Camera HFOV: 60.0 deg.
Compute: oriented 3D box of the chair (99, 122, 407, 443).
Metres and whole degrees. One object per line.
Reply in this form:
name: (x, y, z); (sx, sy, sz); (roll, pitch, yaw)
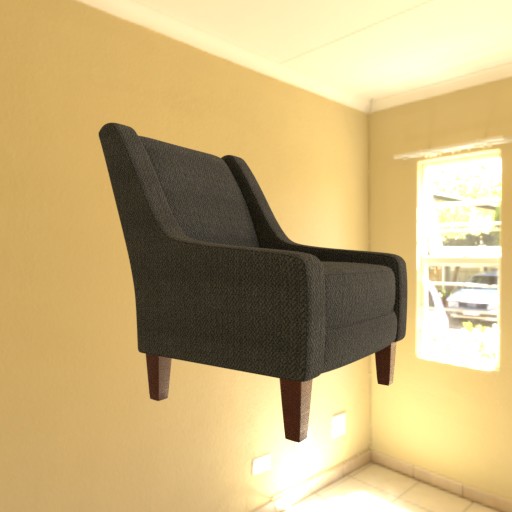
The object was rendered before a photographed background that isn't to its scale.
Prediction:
chair: (0.000, 0.000, 1.727); (0.944, 1.012, 0.793); (0, 0, 37)
